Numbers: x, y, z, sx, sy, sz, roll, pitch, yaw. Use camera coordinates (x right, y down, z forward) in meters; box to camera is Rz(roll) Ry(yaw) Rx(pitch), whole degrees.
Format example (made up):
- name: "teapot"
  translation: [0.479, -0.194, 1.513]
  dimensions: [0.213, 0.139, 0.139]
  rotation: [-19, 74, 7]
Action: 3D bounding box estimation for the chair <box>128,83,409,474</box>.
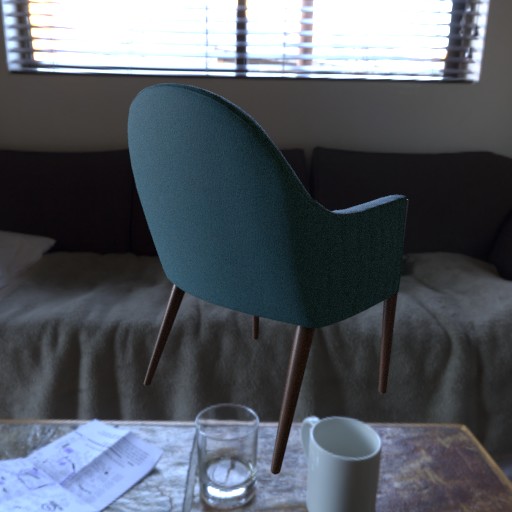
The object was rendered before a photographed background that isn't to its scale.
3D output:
- name: "chair"
  translation: [0.000, 0.000, 1.322]
  dimensions: [0.656, 0.907, 0.652]
  rotation: [13, 19, 43]
